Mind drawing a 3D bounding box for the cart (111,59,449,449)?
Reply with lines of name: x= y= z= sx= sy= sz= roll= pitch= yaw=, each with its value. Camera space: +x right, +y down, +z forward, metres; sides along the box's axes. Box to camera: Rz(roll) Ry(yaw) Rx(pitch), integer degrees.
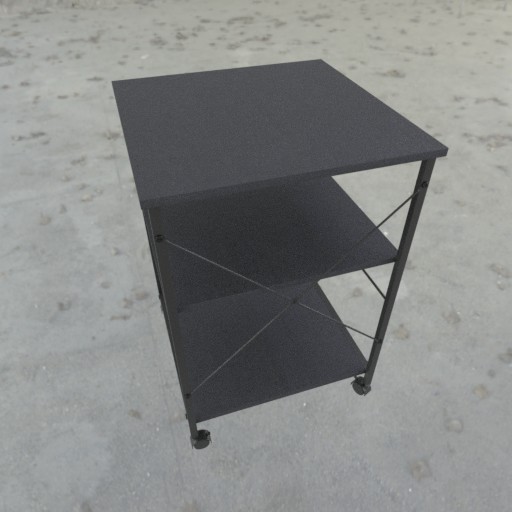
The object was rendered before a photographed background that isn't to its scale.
cart: x=0.000 y=0.000 z=1.127 sx=0.521 sy=0.762 sz=0.520 roll=-12 pitch=42 yaw=-14
